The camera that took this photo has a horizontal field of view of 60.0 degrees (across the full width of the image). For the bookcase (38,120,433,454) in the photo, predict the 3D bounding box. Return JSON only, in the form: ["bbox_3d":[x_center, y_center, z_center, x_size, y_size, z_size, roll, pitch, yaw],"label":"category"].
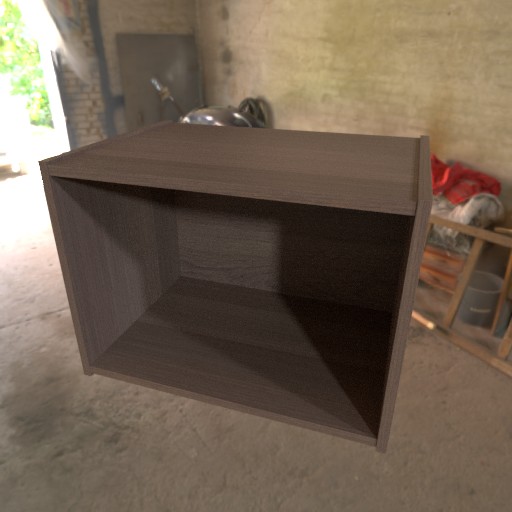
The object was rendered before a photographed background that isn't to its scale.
[{"bbox_3d":[0.000,0.000,0.623,0.415,0.305,0.290,9,28,17],"label":"bookcase"}]
